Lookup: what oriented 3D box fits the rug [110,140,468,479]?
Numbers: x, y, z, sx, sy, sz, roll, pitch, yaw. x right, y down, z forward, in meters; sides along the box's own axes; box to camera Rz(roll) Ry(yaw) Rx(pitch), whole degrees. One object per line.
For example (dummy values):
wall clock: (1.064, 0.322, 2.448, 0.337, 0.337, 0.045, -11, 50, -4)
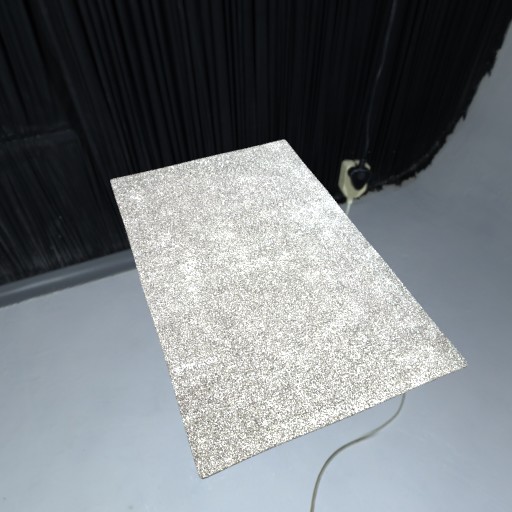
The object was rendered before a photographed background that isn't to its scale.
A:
rug: (0.000, 0.000, 2.917, 1.502, 0.025, 2.350, -17, 49, -15)
